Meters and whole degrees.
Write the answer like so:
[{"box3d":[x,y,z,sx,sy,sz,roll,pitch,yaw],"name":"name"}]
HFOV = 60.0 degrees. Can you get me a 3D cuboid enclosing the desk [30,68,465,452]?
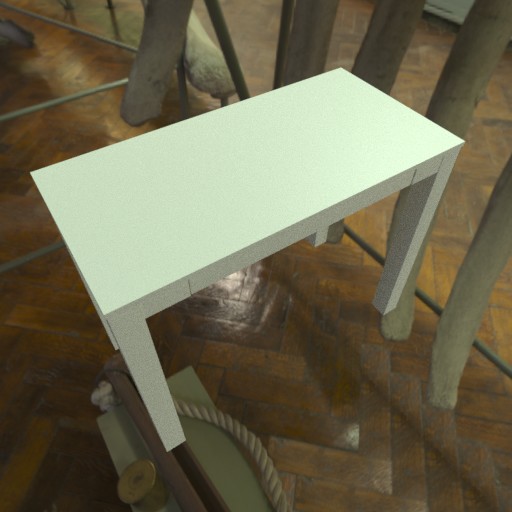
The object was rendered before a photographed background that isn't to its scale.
[{"box3d":[0.000,0.000,1.407,0.990,0.762,0.497,-26,54,-21],"name":"desk"}]
